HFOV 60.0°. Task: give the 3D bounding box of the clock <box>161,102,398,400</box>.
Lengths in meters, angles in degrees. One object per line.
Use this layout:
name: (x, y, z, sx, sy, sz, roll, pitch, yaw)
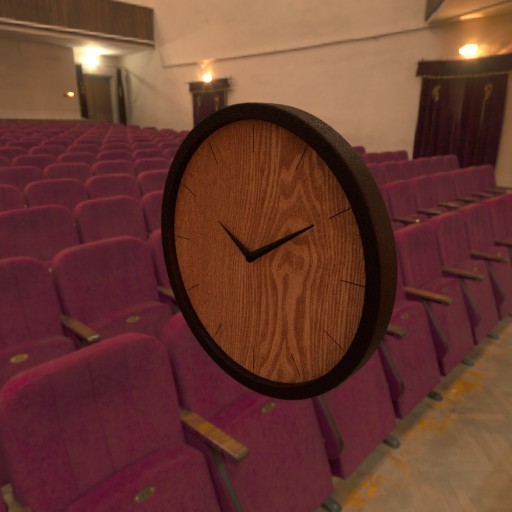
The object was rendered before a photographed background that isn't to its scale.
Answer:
clock: (0.000, 0.000, 0.479, 0.314, 0.314, 0.029, 15, 22, 42)
